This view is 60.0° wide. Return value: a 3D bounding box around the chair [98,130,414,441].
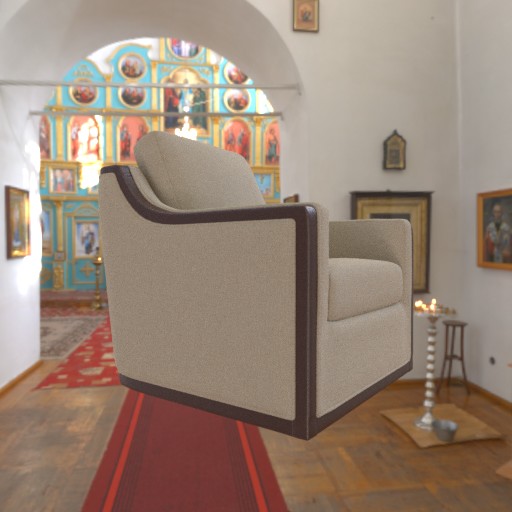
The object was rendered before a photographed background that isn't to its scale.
[{"bbox_3d":[0.000,0.000,1.691,0.950,0.930,0.870,0,1,36],"label":"chair"}]
